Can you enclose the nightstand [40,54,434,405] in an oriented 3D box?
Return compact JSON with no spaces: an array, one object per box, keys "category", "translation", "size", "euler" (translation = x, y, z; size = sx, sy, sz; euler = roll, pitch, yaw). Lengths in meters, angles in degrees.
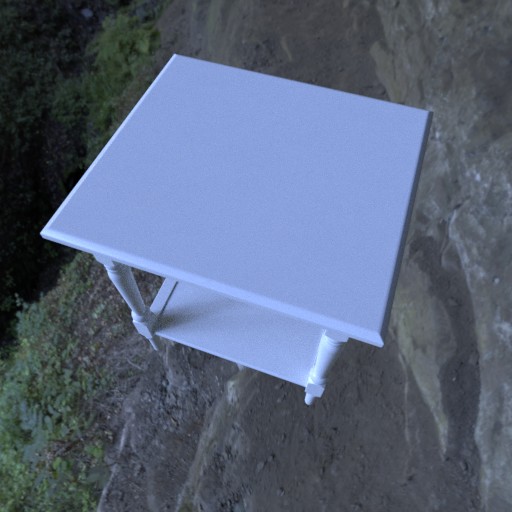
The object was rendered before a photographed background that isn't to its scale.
[{"category":"nightstand","translation":[0.000,0.000,0.945],"size":[0.505,0.555,0.459],"euler":[17,60,10]}]
